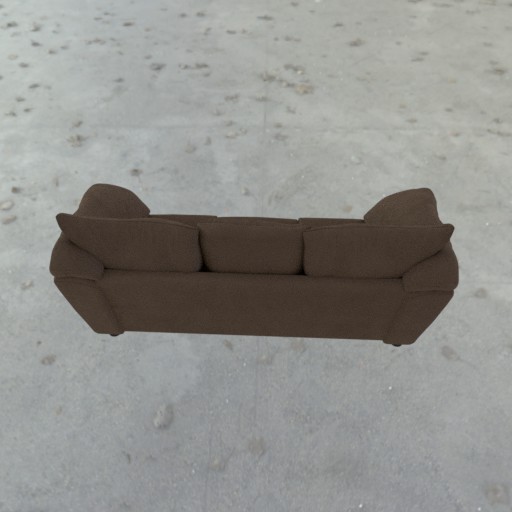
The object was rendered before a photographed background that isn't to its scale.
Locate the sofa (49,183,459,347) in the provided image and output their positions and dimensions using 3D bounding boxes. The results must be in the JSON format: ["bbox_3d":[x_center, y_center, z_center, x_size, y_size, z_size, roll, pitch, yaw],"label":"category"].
[{"bbox_3d":[0.000,0.000,2.880,2.336,1.015,0.878,2,46,2],"label":"sofa"}]
